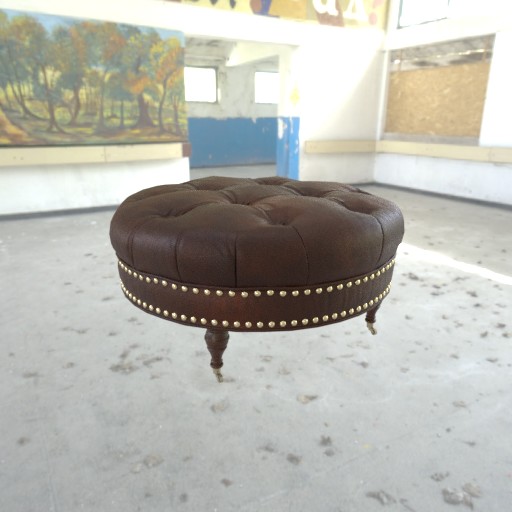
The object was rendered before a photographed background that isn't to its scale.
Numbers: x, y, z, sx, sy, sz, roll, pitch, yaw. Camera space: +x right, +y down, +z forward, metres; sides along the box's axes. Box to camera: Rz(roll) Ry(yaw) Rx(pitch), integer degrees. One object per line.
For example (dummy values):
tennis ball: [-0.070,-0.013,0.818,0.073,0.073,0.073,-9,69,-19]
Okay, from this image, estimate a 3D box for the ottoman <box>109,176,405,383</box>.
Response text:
ottoman: [0.000,0.000,1.431,0.901,0.455,0.901,0,17,0]
